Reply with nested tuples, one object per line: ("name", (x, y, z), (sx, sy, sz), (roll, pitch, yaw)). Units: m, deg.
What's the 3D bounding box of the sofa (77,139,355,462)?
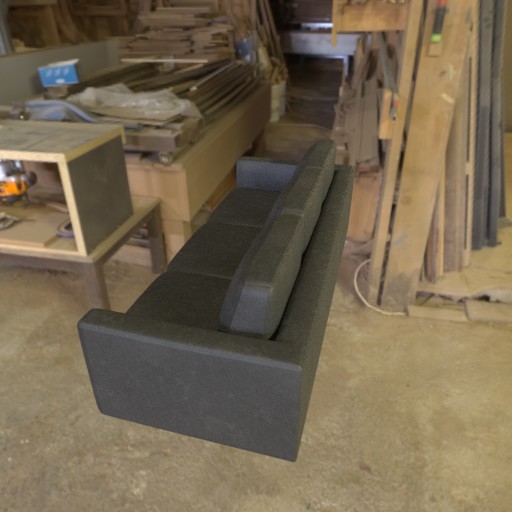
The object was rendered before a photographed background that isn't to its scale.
("sofa", (0.000, 0.000, 2.472), (0.879, 0.899, 2.029), (8, 31, 13))
